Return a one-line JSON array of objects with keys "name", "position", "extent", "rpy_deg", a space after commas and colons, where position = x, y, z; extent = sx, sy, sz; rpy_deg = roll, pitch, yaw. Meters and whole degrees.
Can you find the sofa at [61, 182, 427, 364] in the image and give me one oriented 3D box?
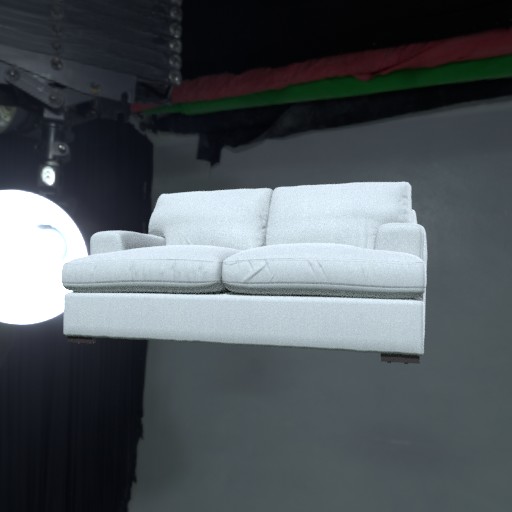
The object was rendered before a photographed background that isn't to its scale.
[{"name": "sofa", "position": [0.000, 0.000, 2.604], "extent": [1.880, 0.940, 1.143], "rpy_deg": [0, -1, 17]}]
